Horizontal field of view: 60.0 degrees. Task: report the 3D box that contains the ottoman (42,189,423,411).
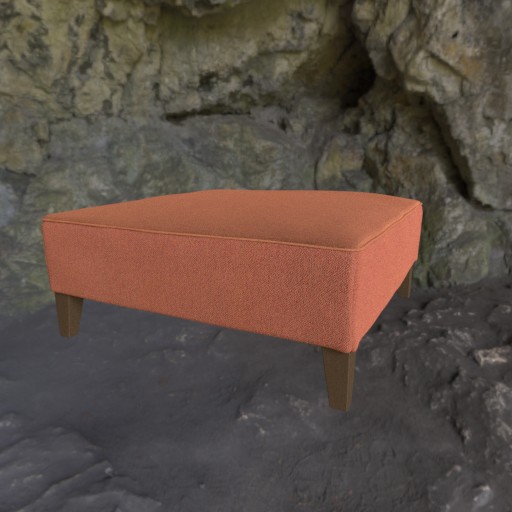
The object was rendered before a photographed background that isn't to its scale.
[{"bbox_3d":[0.000,0.000,1.584,0.997,0.438,0.999,7,15,26],"label":"ottoman"}]
